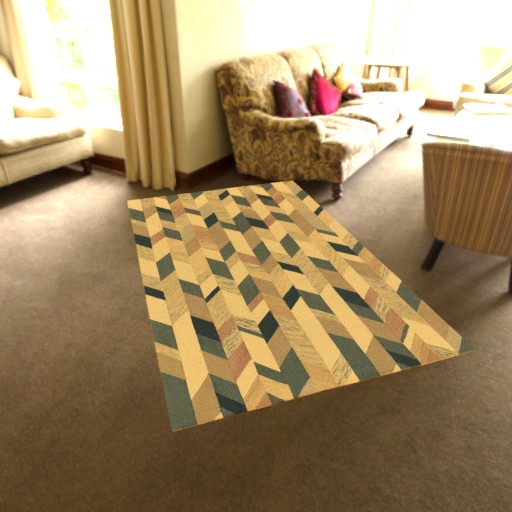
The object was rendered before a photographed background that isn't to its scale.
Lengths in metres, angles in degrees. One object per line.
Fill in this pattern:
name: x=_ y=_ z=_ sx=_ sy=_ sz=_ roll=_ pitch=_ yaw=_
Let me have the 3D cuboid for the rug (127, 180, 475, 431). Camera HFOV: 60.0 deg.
rug: x=0.000 y=0.000 z=2.973 sx=1.513 sy=0.008 sz=2.423 roll=-9 pitch=32 yaw=-15
